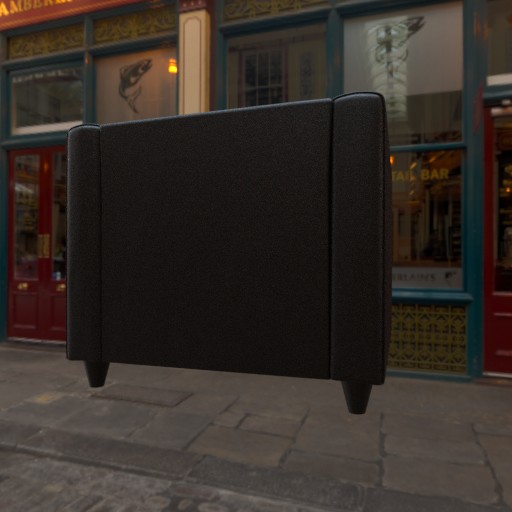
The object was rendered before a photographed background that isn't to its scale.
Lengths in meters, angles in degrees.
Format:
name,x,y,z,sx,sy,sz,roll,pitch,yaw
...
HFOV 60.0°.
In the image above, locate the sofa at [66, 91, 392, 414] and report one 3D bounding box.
name,x,y,z,sx,sy,sz,roll,pitch,yaw
sofa,0.000,0.000,1.442,0.839,0.724,0.809,0,-1,18
